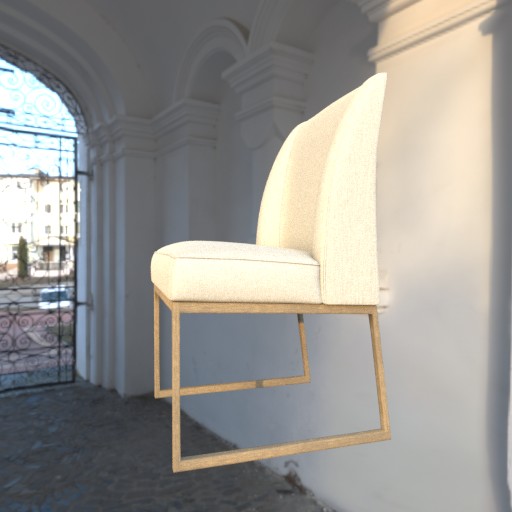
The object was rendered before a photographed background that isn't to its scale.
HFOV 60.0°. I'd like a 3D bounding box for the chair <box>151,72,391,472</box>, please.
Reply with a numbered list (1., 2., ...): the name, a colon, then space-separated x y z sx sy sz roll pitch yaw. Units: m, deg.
1. chair: 0.000 0.000 1.185 0.522 0.863 0.508 0 2 -17
